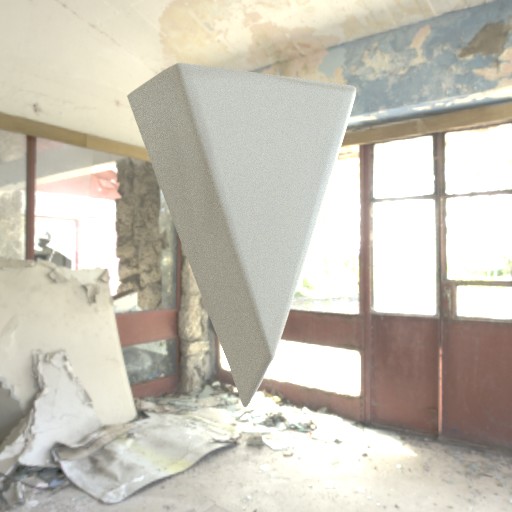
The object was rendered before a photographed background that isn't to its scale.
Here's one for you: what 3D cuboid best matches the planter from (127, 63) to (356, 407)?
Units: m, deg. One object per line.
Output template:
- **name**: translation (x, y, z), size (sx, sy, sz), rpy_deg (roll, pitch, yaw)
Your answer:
- **planter**: translation (0.000, 0.000, 0.269), size (0.150, 0.197, 0.060), rpy_deg (0, -1, -17)
